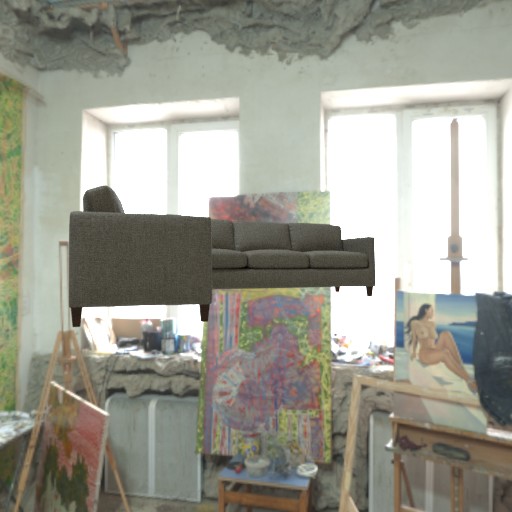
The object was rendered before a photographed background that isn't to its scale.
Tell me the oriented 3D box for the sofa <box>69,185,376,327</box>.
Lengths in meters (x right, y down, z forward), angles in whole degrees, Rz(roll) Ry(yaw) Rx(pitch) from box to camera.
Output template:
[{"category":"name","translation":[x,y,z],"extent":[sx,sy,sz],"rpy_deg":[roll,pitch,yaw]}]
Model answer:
[{"category":"sofa","translation":[0.000,0.000,4.479],"extent":[3.302,0.947,2.593],"rpy_deg":[0,-1,-18]}]
